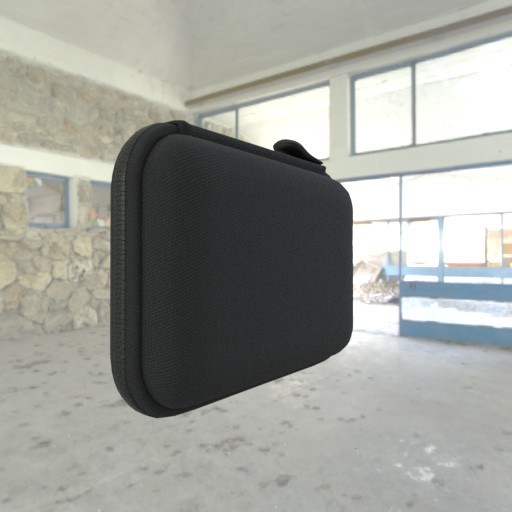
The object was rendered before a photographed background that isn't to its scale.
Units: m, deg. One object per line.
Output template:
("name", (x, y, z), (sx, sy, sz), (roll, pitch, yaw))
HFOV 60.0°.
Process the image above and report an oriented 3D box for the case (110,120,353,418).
("case", (0.000, 0.000, 0.183), (0.038, 0.105, 0.132), (0, -1, 38))
